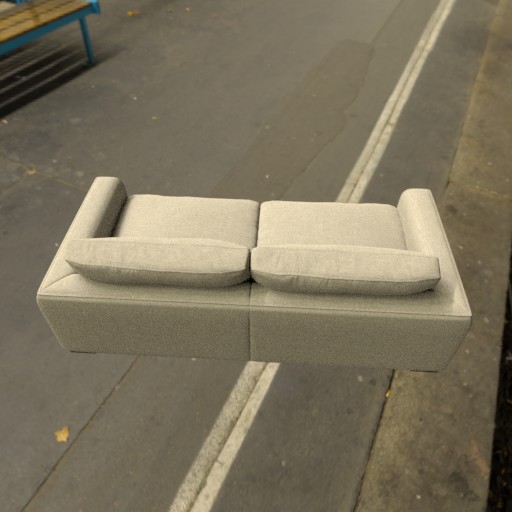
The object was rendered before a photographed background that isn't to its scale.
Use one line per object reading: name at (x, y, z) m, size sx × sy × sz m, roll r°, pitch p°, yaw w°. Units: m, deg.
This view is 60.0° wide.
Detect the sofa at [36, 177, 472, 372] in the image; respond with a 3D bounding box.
sofa at (0.000, 0.000, 2.706) m, size 2.262 × 0.801 × 1.070 m, roll 3°, pitch 47°, yaw 2°
